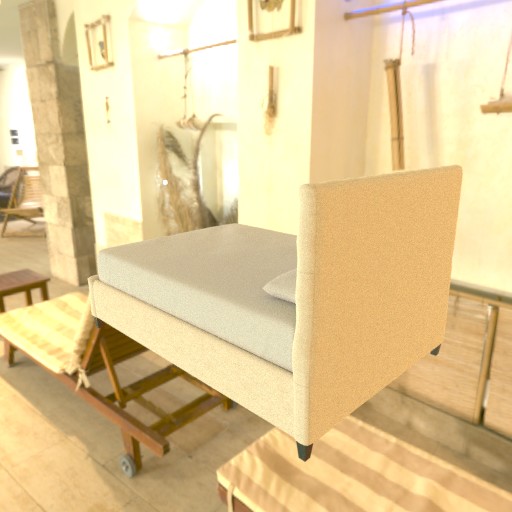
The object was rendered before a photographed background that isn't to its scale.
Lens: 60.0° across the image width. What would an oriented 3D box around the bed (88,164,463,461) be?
[{"bbox_3d":[0.000,0.000,3.447,2.387,1.427,1.698,15,22,43],"label":"bed"}]
